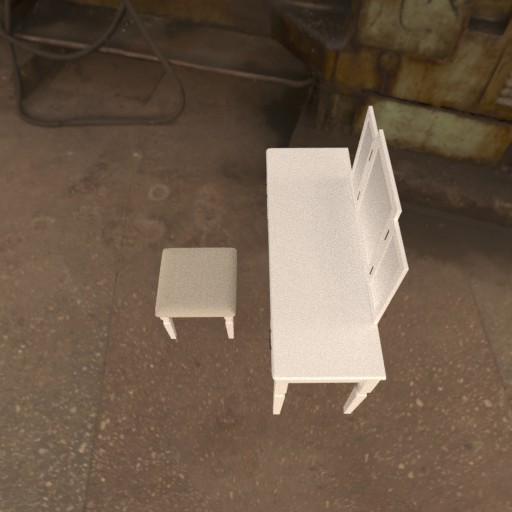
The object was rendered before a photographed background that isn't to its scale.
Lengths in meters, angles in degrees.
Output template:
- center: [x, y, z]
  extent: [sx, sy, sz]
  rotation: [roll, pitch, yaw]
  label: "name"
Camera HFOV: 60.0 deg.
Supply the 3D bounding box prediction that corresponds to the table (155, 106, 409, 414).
- center: [0.000, 0.000, 2.322]
  extent: [1.115, 1.310, 1.369]
  rotation: [0, 58, 0]
  label: "table"
